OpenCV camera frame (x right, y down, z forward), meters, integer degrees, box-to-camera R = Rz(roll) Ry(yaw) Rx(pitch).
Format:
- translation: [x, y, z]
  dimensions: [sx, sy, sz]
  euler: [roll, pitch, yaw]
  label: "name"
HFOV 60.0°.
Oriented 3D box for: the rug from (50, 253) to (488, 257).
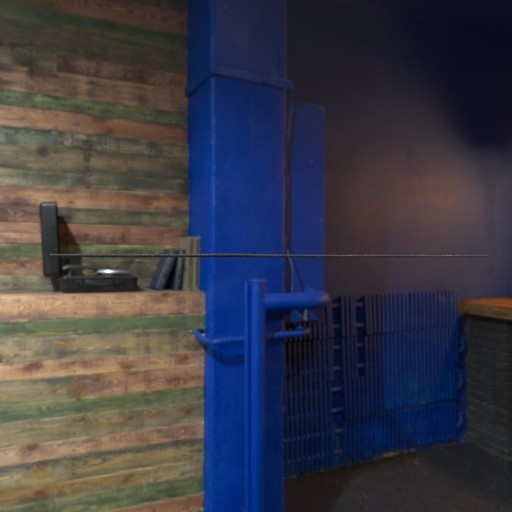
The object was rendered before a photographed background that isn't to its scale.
- translation: [0.000, 0.000, 2.270]
  dimensions: [1.820, 0.012, 1.207]
  euler: [0, 0, -20]
  label: "rug"
